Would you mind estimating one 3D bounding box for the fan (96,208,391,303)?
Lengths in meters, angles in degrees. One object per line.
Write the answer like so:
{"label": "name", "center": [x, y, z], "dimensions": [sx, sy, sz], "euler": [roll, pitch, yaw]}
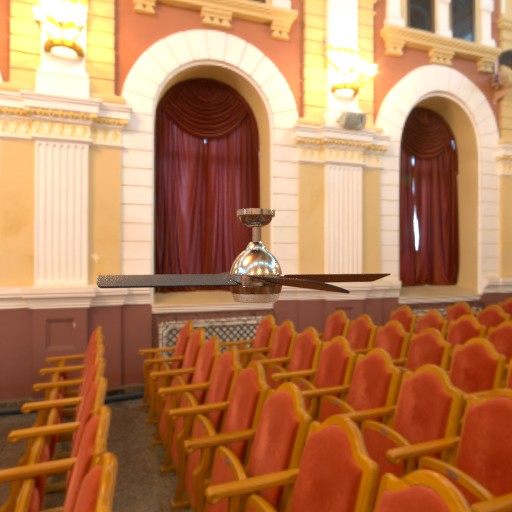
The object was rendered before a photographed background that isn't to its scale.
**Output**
{"label": "fan", "center": [0.000, 0.000, 1.967], "dimensions": [1.332, 0.403, 1.332], "euler": [0, -1, -20]}
